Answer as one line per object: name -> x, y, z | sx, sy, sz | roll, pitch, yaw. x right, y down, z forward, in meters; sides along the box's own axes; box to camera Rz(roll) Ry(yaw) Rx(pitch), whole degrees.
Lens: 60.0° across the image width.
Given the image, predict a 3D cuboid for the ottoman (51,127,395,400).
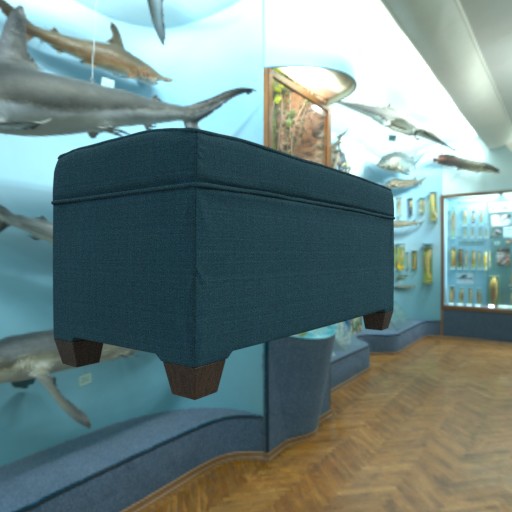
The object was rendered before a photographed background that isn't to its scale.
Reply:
ottoman -> 0.000, 0.000, 1.212 | 0.474, 0.474, 0.943 | 0, 0, 37
